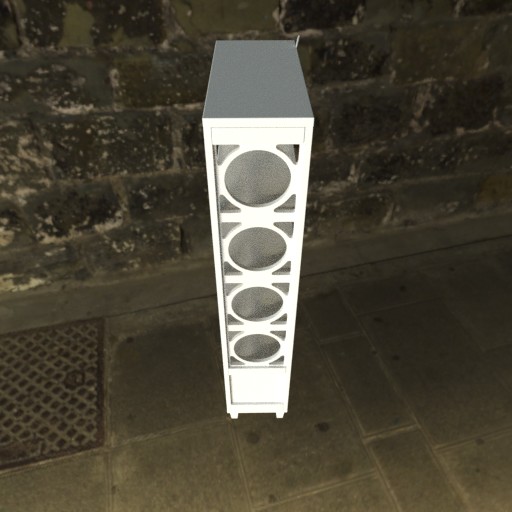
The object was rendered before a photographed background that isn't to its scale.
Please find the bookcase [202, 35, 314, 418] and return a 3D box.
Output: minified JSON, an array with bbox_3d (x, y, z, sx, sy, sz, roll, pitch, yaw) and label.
[{"bbox_3d":[0.000,0.000,2.202,0.361,1.869,0.761,0,42,-1],"label":"bookcase"}]
